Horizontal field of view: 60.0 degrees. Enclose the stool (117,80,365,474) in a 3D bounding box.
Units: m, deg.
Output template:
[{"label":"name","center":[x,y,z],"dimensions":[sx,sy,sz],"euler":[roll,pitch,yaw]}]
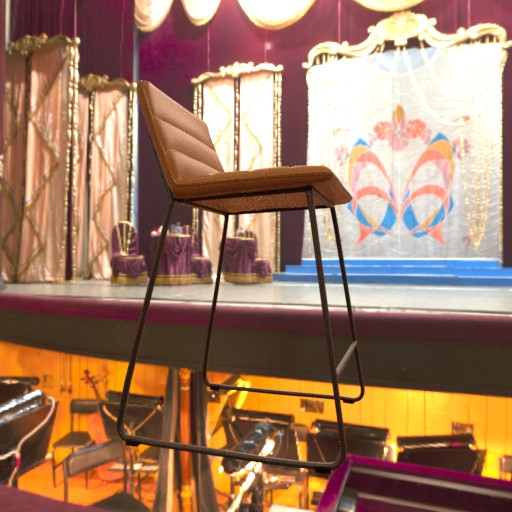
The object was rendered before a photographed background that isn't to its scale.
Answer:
[{"label":"stool","center":[0.000,0.000,1.172],"dimensions":[0.524,0.866,0.489],"euler":[0,-1,18]}]
